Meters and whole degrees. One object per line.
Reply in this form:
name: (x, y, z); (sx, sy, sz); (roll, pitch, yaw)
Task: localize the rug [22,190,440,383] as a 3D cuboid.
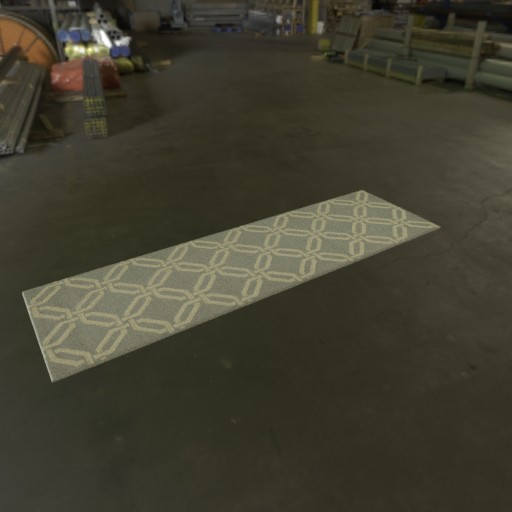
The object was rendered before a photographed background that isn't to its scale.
rug: (0.000, 0.000, 2.441); (2.276, 0.014, 0.678); (-19, 36, -28)
